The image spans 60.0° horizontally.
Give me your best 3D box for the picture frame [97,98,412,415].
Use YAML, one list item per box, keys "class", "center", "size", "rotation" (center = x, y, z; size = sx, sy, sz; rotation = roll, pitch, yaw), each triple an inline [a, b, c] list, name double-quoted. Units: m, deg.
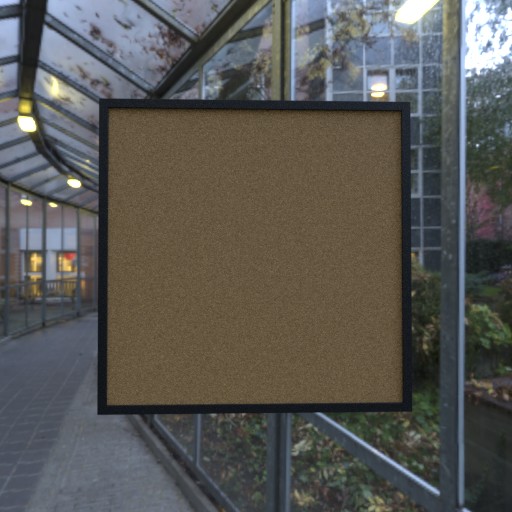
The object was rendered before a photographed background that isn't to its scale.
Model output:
- class: "picture frame"
  center: [0.000, 0.000, 0.464]
  size: [0.317, 0.317, 0.030]
  rotation: [0, -1, -2]
